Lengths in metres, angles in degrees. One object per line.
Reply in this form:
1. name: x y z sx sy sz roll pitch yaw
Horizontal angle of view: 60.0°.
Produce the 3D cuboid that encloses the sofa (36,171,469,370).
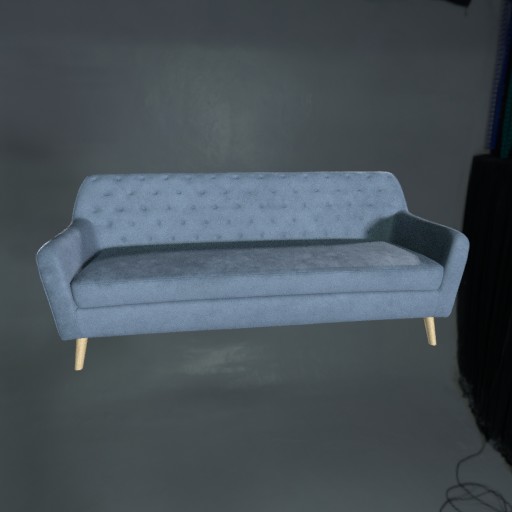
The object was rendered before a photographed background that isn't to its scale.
1. sofa: 0.000 0.000 2.363 1.975 0.832 0.841 -2 15 -8
